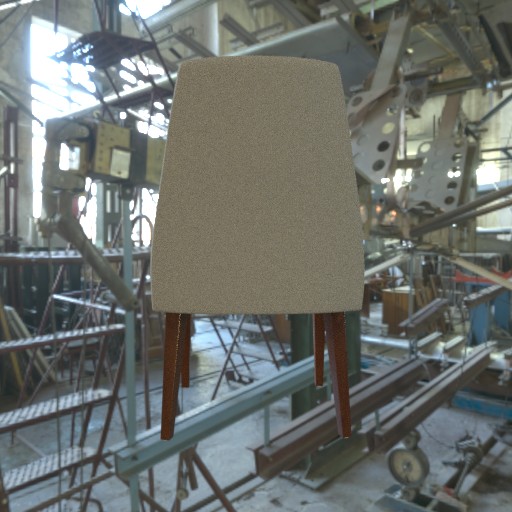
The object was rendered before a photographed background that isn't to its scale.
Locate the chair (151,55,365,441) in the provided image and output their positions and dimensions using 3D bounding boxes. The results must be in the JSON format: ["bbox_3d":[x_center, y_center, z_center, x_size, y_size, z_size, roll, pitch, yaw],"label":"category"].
[{"bbox_3d":[0.000,0.000,1.201,0.529,0.861,0.544,0,2,-2],"label":"chair"}]
